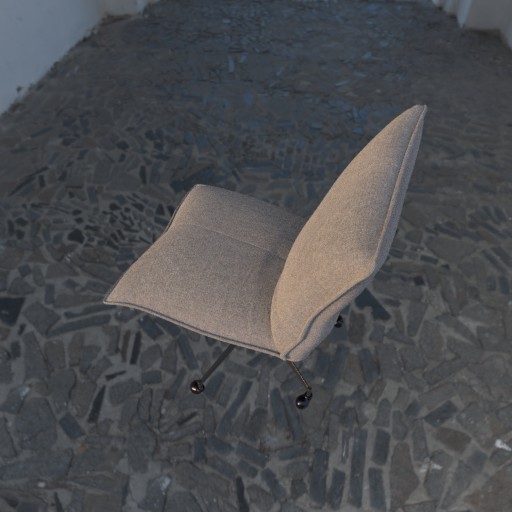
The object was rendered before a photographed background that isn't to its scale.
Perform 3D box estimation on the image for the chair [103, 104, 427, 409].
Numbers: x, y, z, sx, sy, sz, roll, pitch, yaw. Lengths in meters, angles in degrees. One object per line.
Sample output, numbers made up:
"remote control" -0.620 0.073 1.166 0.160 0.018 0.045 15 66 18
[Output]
"chair" 0.000 0.000 1.280 0.696 0.811 0.597 17 50 15
